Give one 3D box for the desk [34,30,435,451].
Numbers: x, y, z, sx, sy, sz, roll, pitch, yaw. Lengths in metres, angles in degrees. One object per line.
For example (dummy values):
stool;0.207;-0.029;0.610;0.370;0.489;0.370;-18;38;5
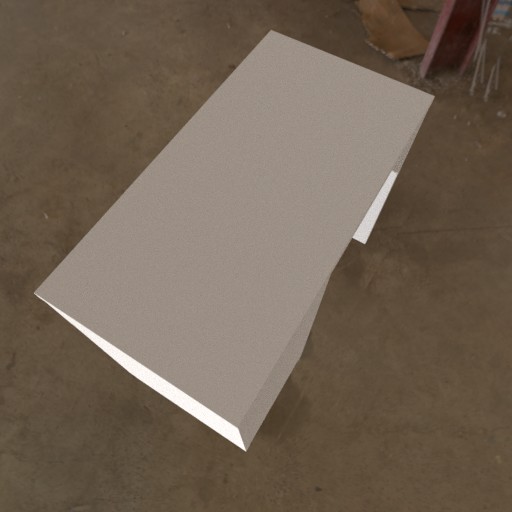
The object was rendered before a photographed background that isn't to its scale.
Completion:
desk;0.000;0.000;1.300;0.482;0.730;0.898;29;67;14
